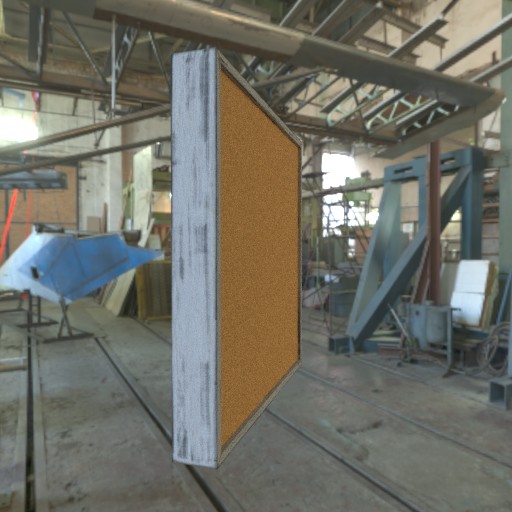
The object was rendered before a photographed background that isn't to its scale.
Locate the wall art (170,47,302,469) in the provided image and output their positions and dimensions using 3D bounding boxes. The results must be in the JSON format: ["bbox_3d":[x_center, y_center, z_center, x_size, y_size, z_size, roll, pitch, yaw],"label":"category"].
[{"bbox_3d":[0.000,0.000,0.468,0.036,0.303,0.303,0,1,17],"label":"wall art"}]
